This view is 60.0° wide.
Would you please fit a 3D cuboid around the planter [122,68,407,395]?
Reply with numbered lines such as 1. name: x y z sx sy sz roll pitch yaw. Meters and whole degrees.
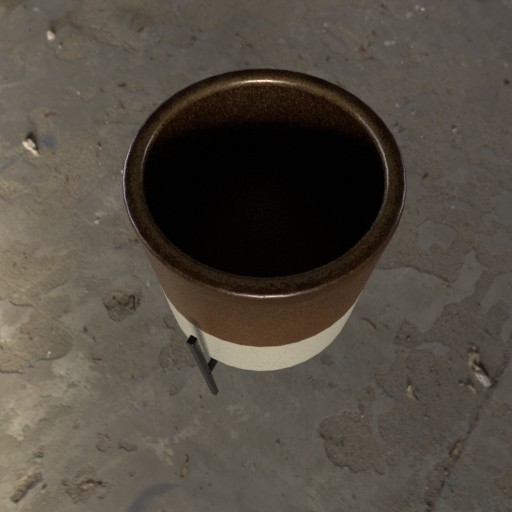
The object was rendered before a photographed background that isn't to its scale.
1. planter: 0.000 0.000 0.553 0.255 0.375 0.269 -30 67 -14
